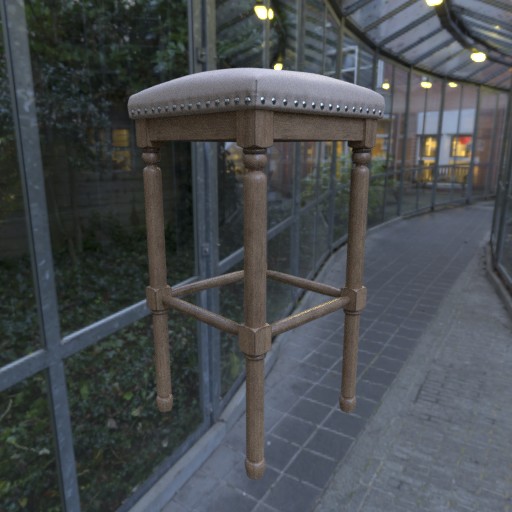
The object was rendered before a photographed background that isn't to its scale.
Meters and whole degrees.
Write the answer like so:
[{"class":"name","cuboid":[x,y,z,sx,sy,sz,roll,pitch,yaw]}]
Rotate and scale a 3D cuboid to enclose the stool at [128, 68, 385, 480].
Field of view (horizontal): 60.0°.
[{"class":"stool","cuboid":[0.000,0.000,0.992,0.382,0.768,0.383,-13,19,-43]}]
